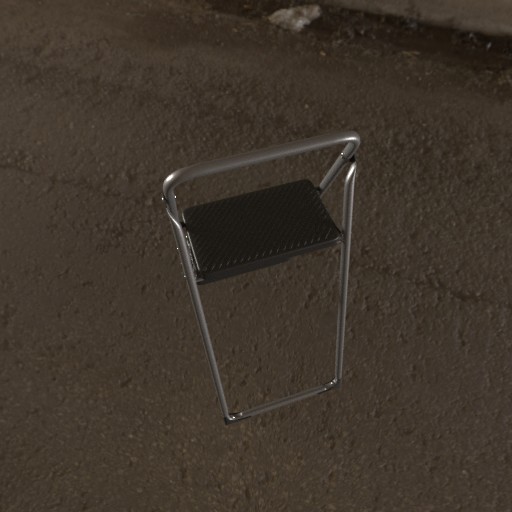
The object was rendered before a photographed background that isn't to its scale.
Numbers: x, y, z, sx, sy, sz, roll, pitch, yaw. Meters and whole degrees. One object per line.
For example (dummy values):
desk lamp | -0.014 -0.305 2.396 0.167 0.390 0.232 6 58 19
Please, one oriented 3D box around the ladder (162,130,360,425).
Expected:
ladder | 0.000 0.000 1.258 0.430 0.945 0.629 -15 58 -10
